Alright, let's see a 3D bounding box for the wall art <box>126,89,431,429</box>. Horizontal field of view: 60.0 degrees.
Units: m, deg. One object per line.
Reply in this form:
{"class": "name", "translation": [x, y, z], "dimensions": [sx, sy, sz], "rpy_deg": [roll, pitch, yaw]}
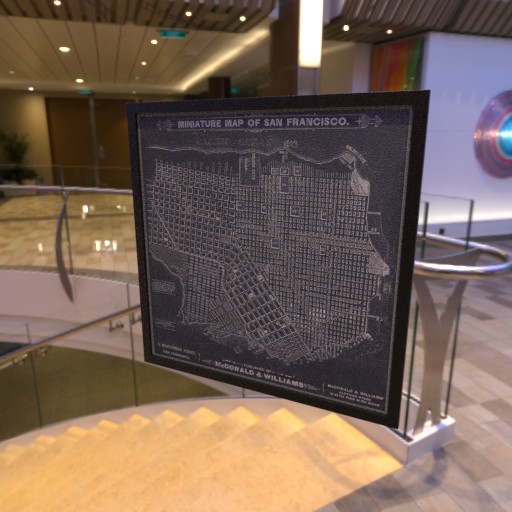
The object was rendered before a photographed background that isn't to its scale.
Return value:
{"class": "wall art", "translation": [0.000, 0.000, 1.196], "dimensions": [0.807, 0.807, 0.022], "rpy_deg": [7, 16, 25]}
